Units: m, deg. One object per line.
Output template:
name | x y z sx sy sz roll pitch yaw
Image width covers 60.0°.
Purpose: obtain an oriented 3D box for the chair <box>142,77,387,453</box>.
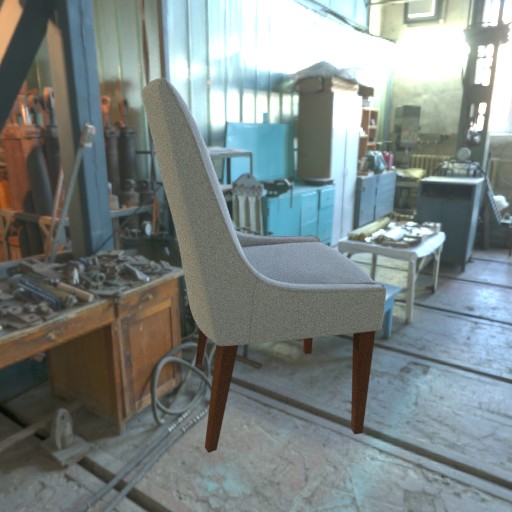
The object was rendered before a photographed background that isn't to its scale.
chair | 0.000 0.000 1.201 0.544 0.861 0.529 -3 16 -10
